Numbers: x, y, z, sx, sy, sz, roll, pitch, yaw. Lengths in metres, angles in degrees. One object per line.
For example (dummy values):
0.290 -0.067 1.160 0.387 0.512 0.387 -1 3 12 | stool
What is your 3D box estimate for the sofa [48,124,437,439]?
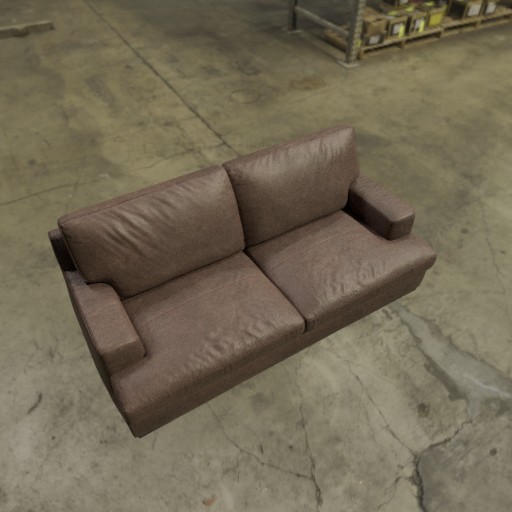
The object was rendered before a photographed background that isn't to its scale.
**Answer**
0.000 0.000 2.848 2.261 0.941 1.143 -23 50 -21 | sofa
